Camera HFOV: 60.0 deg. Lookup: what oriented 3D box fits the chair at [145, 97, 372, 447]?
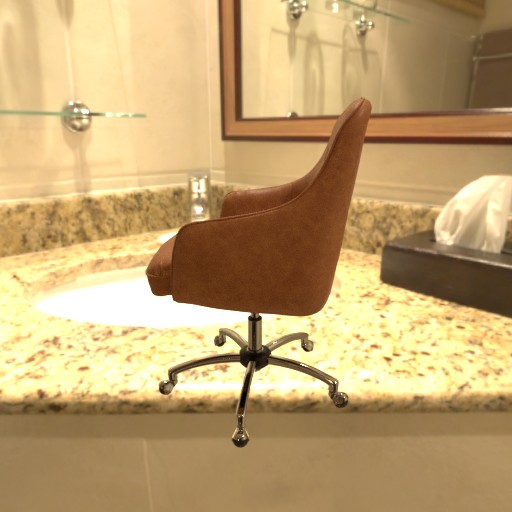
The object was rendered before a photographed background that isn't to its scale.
[{"bbox_3d":[0.000,0.000,1.359,0.615,0.909,0.628,2,16,7],"label":"chair"}]
